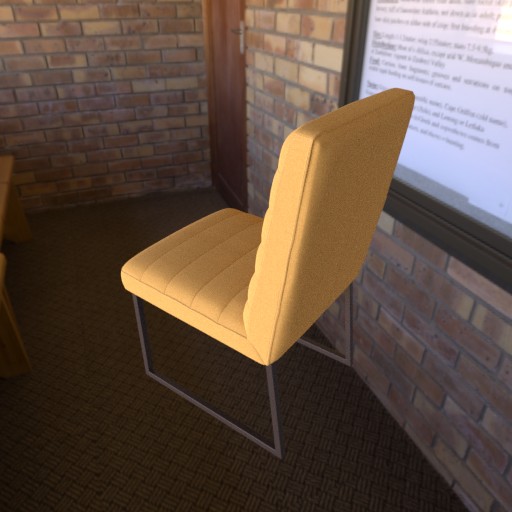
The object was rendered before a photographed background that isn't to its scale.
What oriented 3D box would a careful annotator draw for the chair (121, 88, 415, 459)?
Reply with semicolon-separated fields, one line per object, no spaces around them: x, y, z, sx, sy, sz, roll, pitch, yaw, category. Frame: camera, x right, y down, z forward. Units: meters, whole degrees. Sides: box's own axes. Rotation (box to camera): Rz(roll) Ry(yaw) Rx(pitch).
0.000;0.000;1.297;0.634;0.930;0.520;20;36;30;chair
